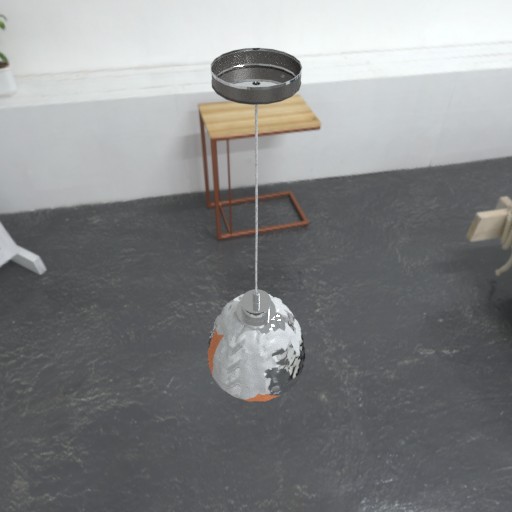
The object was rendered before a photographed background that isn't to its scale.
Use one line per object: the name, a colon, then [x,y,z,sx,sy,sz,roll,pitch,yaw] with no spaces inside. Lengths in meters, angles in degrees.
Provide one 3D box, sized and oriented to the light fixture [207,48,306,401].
light fixture: [0.000,0.000,1.761,0.496,1.511,0.500,-24,51,-21]
